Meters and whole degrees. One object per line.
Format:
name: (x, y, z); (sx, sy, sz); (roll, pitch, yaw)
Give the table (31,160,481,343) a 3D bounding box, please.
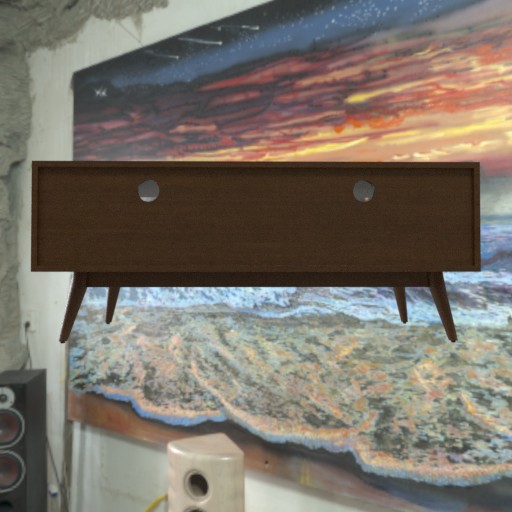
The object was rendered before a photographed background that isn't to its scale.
table: (0.000, 0.000, 1.348); (1.119, 0.464, 0.490); (0, -1, -1)
